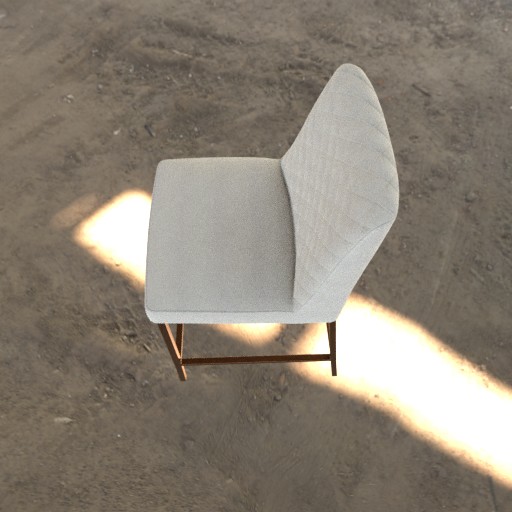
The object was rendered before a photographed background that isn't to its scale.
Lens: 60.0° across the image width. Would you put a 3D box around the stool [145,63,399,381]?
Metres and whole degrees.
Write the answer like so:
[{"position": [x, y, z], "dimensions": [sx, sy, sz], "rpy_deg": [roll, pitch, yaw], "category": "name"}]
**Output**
[{"position": [0.000, 0.000, 1.305], "dimensions": [0.576, 0.973, 0.507], "rpy_deg": [-2, 59, -1], "category": "stool"}]
